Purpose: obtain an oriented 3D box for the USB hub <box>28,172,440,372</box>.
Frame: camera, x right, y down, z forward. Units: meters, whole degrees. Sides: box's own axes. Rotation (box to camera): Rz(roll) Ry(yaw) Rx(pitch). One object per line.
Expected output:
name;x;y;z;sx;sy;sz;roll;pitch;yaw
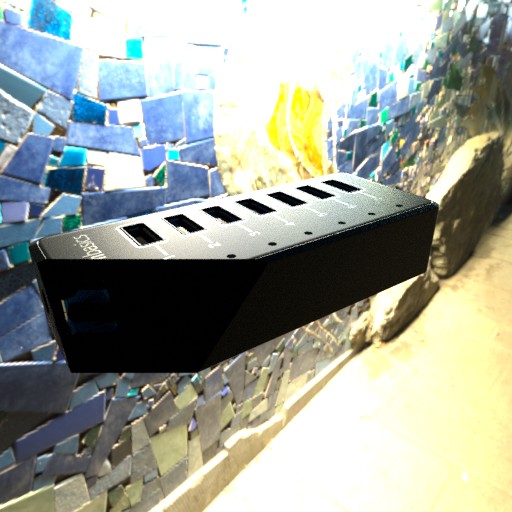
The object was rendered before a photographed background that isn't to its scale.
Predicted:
USB hub;0.000;0.000;0.127;0.110;0.023;0.044;-17;31;-31
